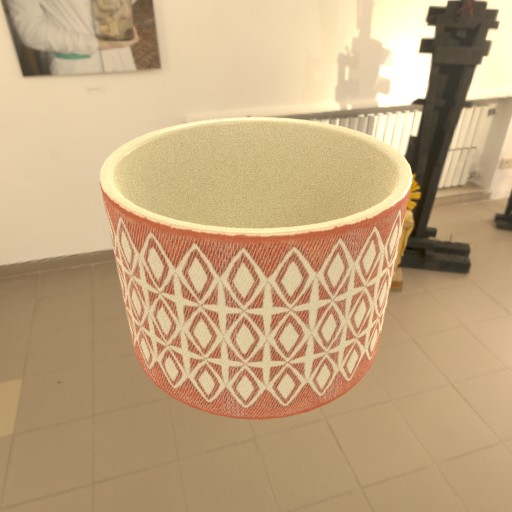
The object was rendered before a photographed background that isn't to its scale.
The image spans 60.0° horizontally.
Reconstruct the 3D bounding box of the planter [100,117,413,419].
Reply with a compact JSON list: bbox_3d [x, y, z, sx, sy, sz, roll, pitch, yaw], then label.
[{"bbox_3d":[0.000,0.000,0.322,0.192,0.148,0.192,0,33,0],"label":"planter"}]
